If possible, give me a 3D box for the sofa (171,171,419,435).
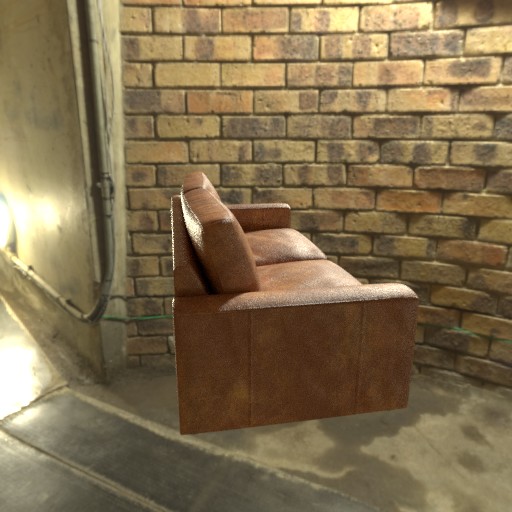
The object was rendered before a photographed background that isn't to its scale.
[{"bbox_3d":[0.000,0.000,2.742,1.016,0.873,2.179,-3,17,-10],"label":"sofa"}]
